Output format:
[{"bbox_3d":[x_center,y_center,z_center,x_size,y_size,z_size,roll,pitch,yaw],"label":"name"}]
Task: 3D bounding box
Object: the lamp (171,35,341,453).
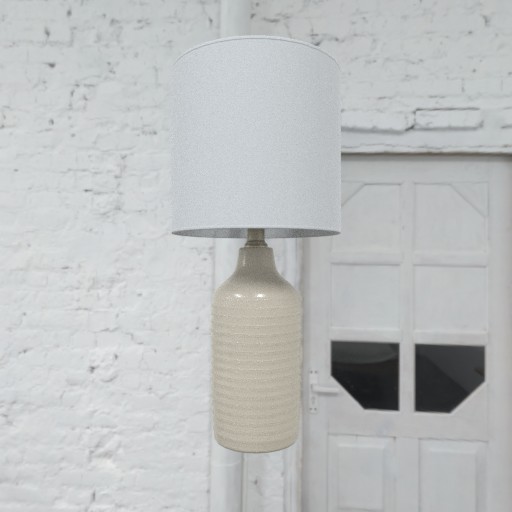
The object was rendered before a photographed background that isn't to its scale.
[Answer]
[{"bbox_3d":[0.000,0.000,0.586,0.220,0.475,0.220,0,-1,-18],"label":"lamp"}]
